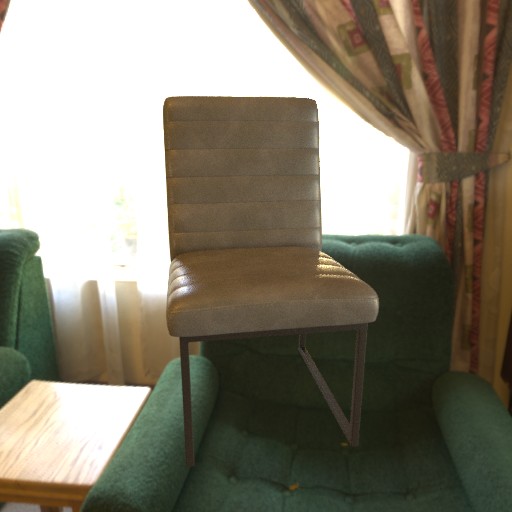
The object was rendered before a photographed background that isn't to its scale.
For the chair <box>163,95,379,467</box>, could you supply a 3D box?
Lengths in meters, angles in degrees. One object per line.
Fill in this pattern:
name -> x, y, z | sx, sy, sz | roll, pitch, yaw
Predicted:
chair -> 0.000, 0.000, 1.321 | 0.520, 0.930, 0.634 | -3, 17, -9
